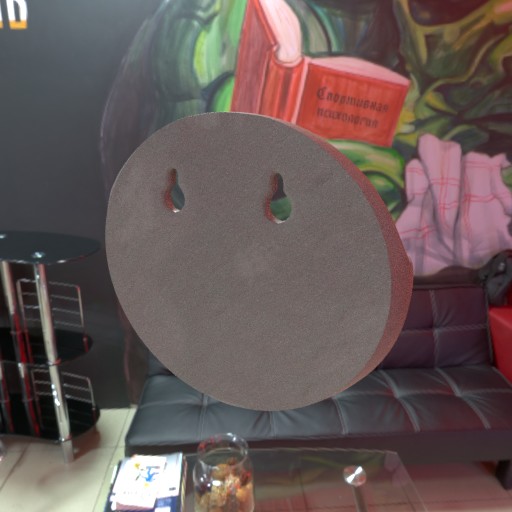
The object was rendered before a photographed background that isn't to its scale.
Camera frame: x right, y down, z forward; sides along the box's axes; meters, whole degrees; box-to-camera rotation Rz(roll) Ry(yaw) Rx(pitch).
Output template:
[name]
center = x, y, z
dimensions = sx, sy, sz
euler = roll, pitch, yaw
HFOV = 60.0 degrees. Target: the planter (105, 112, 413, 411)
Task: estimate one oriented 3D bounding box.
[planter]
center = 0.000, 0.000, 0.269
dimensions = 0.190, 0.164, 0.073
euler = 8, 17, 28
